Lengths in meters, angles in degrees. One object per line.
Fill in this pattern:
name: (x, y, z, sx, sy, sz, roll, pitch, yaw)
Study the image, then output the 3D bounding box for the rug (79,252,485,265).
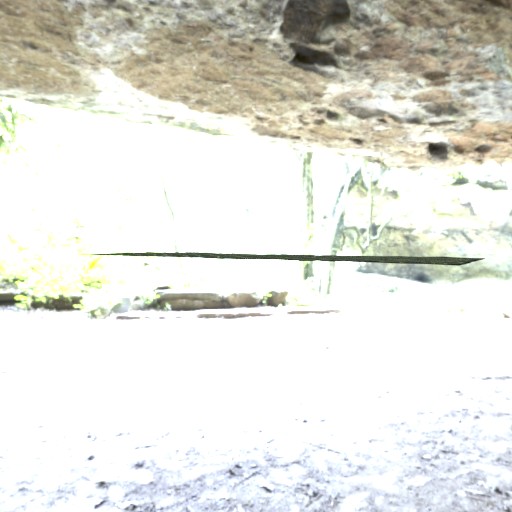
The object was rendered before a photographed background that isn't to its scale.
rug: (0.000, 0.000, 2.743, 2.476, 0.010, 0.807, 1, 2, 34)
